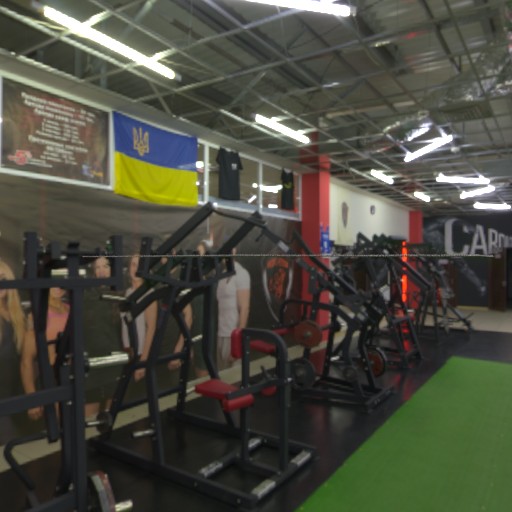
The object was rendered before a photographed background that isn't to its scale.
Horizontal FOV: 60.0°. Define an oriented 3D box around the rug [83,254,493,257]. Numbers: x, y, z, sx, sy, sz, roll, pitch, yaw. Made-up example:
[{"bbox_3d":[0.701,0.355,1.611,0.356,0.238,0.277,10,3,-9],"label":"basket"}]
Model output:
[{"bbox_3d":[0.000,0.000,2.520,2.335,0.013,0.697,0,0,36],"label":"rug"}]
